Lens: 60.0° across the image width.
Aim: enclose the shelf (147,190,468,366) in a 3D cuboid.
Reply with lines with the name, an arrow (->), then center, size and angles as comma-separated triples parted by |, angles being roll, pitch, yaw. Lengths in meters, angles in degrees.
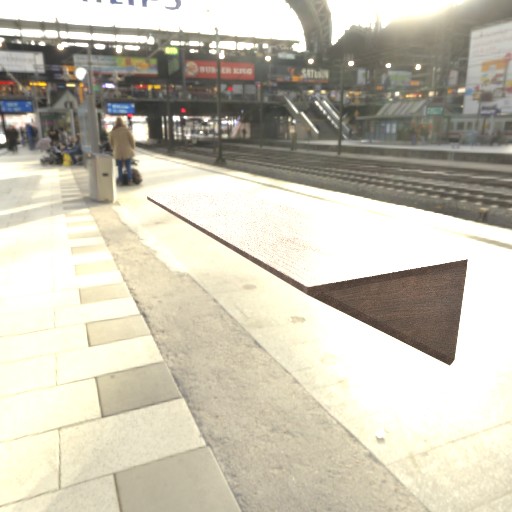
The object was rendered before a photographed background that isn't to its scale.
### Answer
shelf -> 0.000, 0.000, 0.704 | 0.200, 0.125, 0.610 | -8, 18, -25
